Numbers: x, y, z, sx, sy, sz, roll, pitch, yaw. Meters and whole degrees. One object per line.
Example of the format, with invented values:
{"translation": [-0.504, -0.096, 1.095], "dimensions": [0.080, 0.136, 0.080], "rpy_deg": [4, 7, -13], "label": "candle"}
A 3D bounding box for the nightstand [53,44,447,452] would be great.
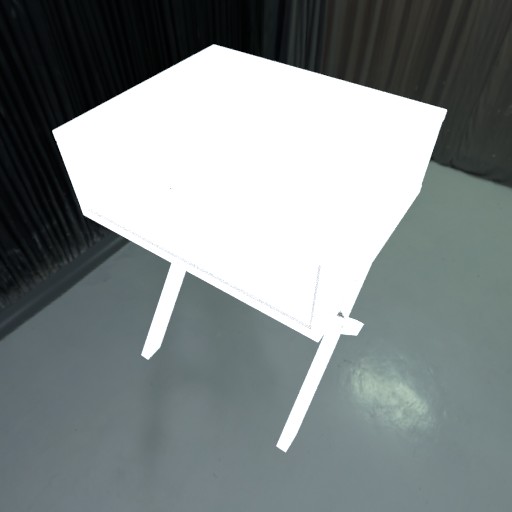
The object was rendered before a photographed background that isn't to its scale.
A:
{"translation": [0.000, 0.000, 0.923], "dimensions": [0.479, 0.623, 0.402], "rpy_deg": [26, 52, 23], "label": "nightstand"}
